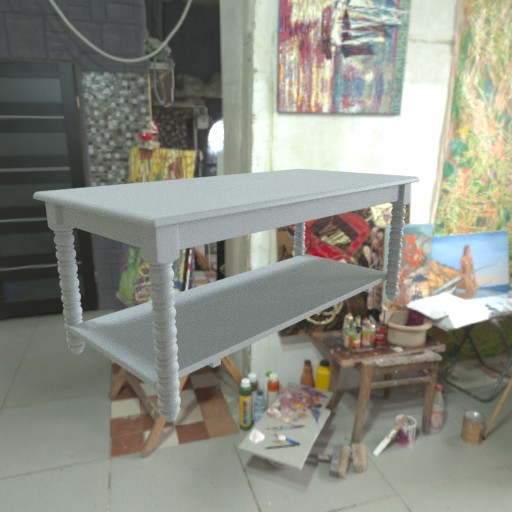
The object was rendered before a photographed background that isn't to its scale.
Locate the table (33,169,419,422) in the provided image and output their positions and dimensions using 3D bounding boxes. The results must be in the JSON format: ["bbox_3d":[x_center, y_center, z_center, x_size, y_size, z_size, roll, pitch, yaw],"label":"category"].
[{"bbox_3d":[0.000,0.000,1.490,0.580,0.487,1.171,14,21,42],"label":"table"}]
